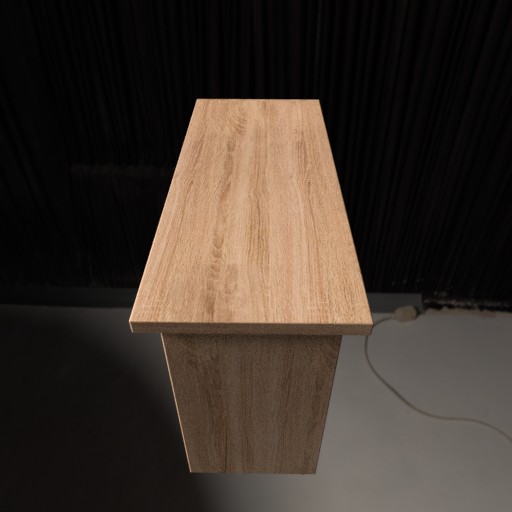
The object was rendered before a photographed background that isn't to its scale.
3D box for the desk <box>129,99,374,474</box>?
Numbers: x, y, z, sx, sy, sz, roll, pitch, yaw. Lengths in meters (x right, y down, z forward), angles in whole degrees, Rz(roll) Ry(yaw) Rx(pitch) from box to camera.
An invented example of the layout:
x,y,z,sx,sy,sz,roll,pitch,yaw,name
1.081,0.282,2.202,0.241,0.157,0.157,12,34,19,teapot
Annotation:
x,y,z,sx,sy,sz,roll,pitch,yaw,name
0.000,0.000,1.639,0.500,0.750,1.300,1,40,1,desk
